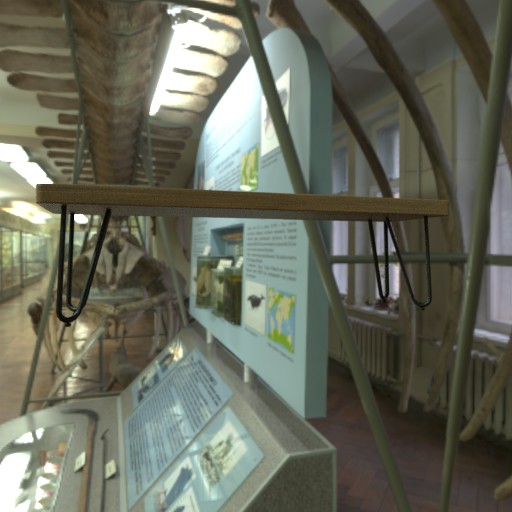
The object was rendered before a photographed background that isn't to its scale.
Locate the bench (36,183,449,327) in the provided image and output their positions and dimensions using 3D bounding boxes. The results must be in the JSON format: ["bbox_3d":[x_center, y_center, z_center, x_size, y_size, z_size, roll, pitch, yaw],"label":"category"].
[{"bbox_3d":[0.000,0.000,1.808,1.570,0.462,0.425,0,0,-17],"label":"bench"}]
